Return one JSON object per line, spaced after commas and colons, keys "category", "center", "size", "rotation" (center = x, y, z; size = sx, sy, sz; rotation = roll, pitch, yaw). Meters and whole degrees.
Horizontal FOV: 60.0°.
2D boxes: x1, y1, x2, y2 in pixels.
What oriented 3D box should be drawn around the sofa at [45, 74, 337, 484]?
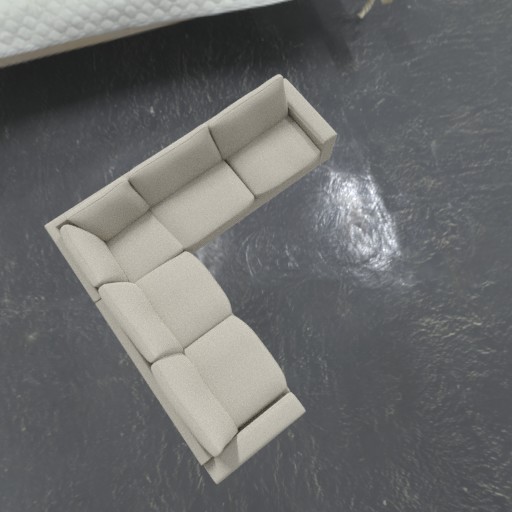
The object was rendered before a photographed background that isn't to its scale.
{"category": "sofa", "center": [0.000, 0.000, 4.724], "size": [3.206, 0.918, 3.066], "rotation": [-36, 76, -10]}
